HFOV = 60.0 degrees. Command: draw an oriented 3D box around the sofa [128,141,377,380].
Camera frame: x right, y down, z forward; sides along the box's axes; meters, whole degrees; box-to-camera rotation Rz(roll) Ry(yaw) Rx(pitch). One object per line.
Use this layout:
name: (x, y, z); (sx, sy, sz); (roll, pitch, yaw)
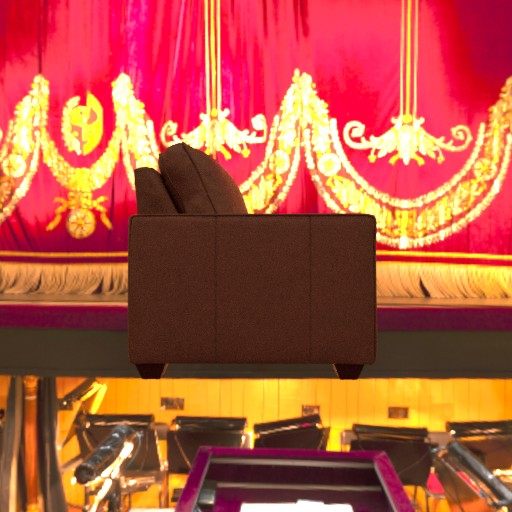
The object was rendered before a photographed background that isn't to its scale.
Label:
sofa: (0.000, 0.000, 2.604); (0.940, 0.919, 2.080); (0, 0, 1)
